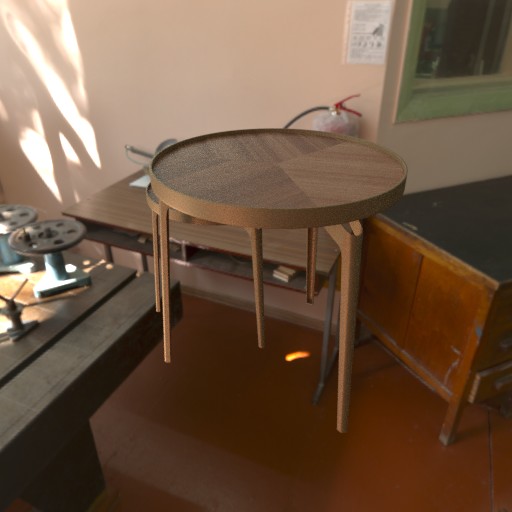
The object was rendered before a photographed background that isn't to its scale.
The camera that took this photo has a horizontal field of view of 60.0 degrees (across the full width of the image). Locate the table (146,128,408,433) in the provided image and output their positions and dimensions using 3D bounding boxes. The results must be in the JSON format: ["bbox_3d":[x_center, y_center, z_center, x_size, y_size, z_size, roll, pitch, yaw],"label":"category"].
[{"bbox_3d":[0.000,0.000,1.138,0.532,0.555,0.751,-18,34,-28],"label":"table"}]
